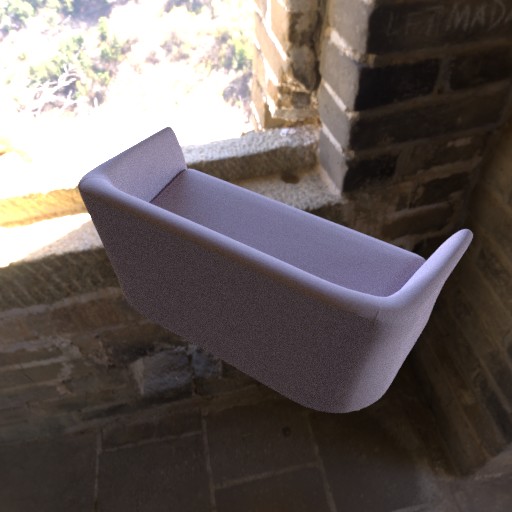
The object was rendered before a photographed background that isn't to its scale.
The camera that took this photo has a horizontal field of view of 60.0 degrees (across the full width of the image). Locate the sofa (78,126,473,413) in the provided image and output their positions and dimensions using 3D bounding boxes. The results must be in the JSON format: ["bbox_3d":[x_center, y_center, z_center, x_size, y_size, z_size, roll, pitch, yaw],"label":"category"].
[{"bbox_3d":[0.000,0.000,1.835,1.452,0.721,0.705,24,50,22],"label":"sofa"}]
